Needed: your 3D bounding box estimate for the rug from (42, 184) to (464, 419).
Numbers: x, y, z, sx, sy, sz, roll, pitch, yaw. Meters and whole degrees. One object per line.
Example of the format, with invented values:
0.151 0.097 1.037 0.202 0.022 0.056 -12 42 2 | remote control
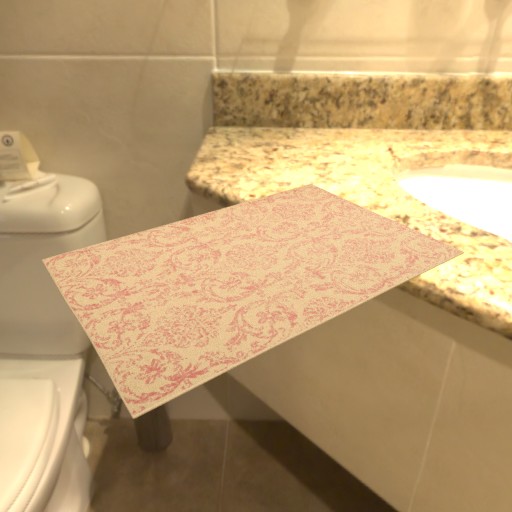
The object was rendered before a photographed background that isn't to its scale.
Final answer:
0.000 0.000 3.448 2.746 0.018 1.819 -20 36 -30 | rug
